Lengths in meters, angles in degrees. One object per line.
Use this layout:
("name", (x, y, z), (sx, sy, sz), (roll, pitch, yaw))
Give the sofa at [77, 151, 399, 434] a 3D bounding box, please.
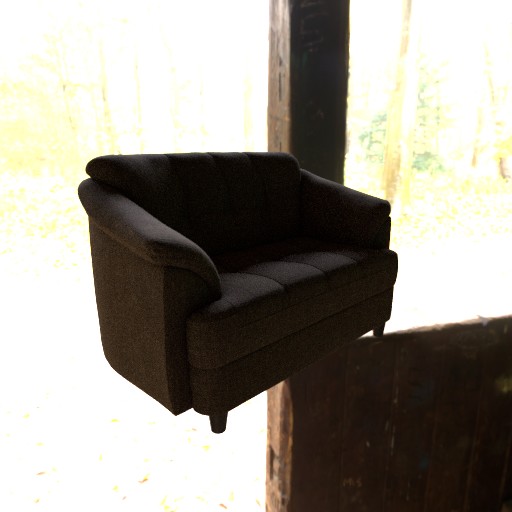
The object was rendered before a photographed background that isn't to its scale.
("sofa", (0.000, 0.000, 1.969), (0.799, 0.895, 1.404), (13, 19, 42))
